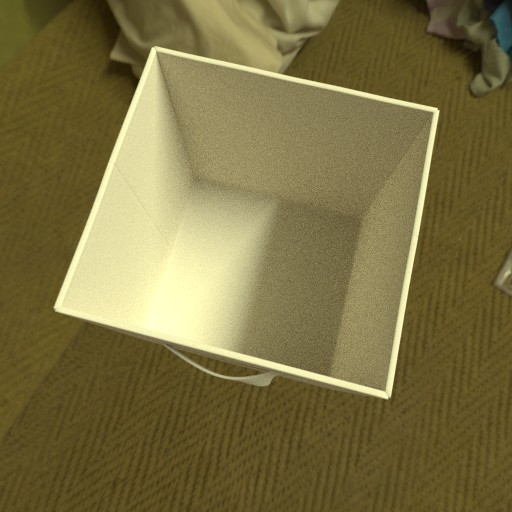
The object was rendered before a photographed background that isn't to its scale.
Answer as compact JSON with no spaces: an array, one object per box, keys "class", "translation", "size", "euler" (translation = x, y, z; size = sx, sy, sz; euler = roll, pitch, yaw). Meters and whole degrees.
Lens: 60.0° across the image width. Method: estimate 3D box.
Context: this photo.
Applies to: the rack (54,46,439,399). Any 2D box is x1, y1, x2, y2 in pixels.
[{"class":"rack","translation":[0.000,0.000,0.498],"size":[0.270,0.280,0.270],"euler":[14,75,4]}]
